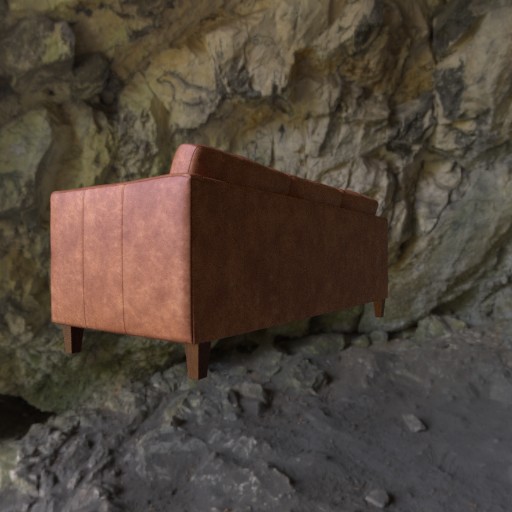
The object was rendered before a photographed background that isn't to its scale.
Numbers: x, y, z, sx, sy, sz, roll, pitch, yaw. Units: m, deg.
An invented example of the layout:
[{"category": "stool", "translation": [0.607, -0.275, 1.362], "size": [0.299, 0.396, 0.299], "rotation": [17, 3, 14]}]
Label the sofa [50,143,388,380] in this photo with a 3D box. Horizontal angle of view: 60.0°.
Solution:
[{"category": "sofa", "translation": [0.000, 0.000, 3.011], "size": [1.045, 1.006, 2.464], "rotation": [0, 0, 34]}]
